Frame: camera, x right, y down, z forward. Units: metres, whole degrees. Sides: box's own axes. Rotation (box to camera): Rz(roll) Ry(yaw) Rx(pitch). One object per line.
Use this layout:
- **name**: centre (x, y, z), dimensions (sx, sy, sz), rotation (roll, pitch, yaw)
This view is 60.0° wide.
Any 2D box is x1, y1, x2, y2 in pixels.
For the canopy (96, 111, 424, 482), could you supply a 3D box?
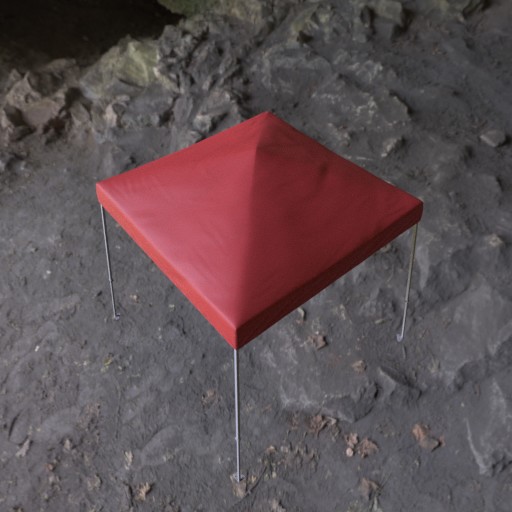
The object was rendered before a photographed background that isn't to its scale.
- **canopy**: centre (0.000, 0.000, 5.105), dimensions (2.849, 2.849, 2.848), rotation (-31, 54, -26)
